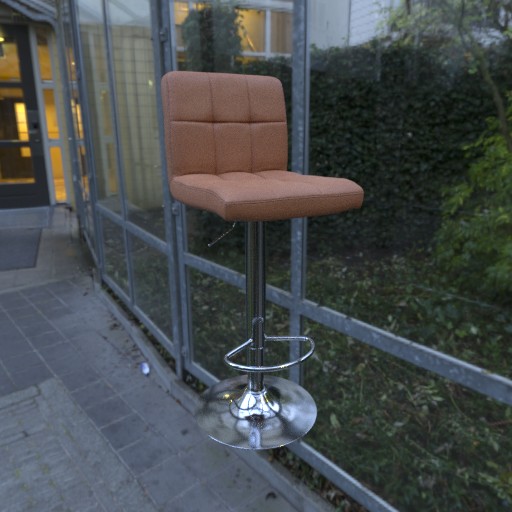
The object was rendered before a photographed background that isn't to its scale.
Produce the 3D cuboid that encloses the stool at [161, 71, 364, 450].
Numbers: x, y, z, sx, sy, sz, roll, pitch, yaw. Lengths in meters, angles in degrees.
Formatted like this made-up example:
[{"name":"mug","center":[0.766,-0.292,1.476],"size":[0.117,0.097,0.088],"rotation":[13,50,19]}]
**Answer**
[{"name":"stool","center":[0.000,0.000,1.397],"size":[0.430,1.115,0.505],"rotation":[-8,18,-26]}]
